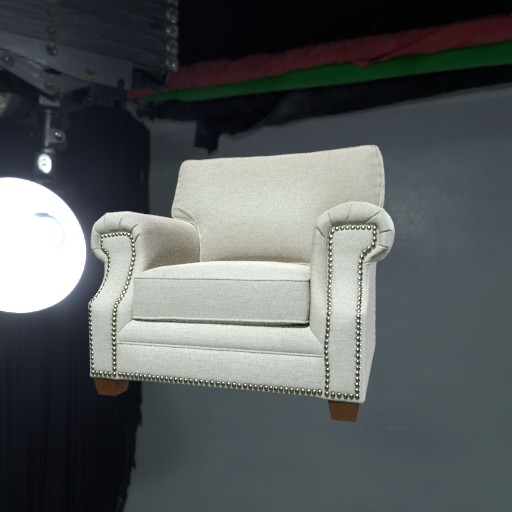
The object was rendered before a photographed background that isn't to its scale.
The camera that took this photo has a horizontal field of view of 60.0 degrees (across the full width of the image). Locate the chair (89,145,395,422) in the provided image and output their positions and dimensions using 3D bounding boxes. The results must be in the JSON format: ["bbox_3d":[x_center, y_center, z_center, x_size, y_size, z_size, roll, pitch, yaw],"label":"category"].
[{"bbox_3d":[0.000,0.000,1.834,1.092,0.961,0.965,0,0,17],"label":"chair"}]
